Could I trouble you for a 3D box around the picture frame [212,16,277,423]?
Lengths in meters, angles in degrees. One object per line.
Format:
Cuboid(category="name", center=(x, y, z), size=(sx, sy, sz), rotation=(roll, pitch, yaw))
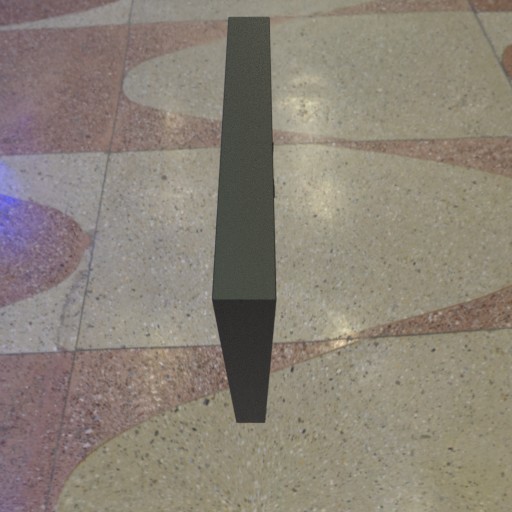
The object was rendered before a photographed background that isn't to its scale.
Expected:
Cuboid(category="picture frame", center=(0.000, 0.000, 0.272), size=(0.028, 0.208, 0.157), rotation=(0, 59, 0))
